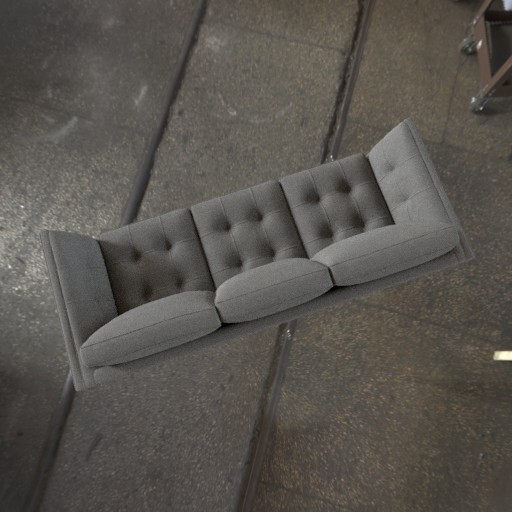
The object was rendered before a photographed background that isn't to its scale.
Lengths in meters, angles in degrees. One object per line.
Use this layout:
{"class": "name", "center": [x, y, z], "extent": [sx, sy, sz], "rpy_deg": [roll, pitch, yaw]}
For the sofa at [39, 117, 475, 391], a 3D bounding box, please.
{"class": "sofa", "center": [0.000, 0.000, 2.891], "extent": [2.387, 0.940, 0.965], "rpy_deg": [-18, 77, -4]}
